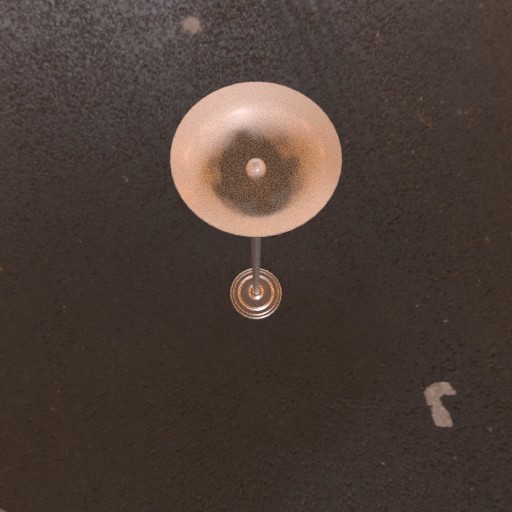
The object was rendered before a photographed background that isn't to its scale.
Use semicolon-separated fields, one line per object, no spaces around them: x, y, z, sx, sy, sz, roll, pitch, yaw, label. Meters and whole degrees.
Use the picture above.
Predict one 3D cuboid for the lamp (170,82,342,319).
0.000;0.000;1.899;0.405;1.771;0.405;21;75;6;lamp
